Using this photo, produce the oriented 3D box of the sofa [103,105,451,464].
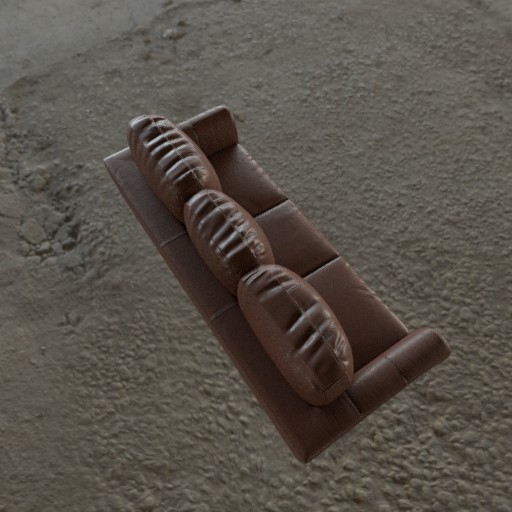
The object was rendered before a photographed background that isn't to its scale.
[{"bbox_3d":[0.000,0.000,2.275,0.802,0.915,1.862,-30,64,-17],"label":"sofa"}]
